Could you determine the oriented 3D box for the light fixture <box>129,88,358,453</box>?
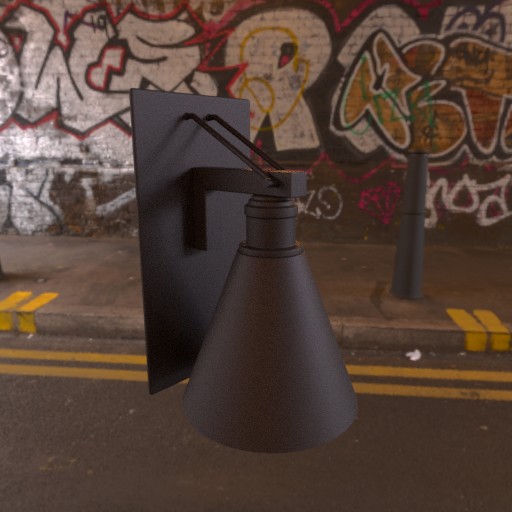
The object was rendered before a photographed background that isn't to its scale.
[{"bbox_3d":[0.000,0.000,0.416,0.207,0.298,0.170,13,19,43],"label":"light fixture"}]
